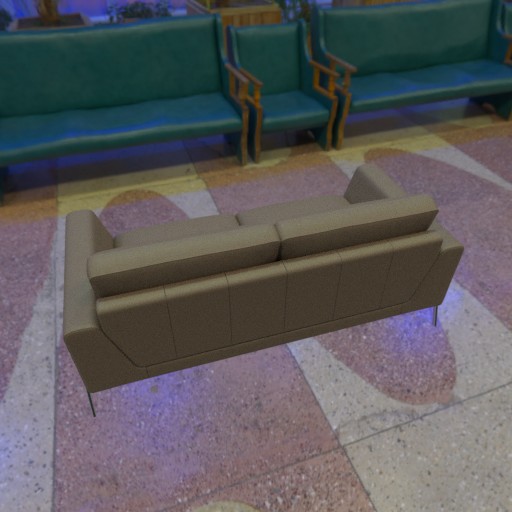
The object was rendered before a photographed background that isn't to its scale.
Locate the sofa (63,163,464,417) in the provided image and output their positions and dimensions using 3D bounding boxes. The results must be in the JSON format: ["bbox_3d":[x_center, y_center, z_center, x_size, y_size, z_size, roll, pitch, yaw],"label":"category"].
[{"bbox_3d":[0.000,0.000,2.529,2.017,0.875,0.953,-11,41,-13],"label":"sofa"}]
